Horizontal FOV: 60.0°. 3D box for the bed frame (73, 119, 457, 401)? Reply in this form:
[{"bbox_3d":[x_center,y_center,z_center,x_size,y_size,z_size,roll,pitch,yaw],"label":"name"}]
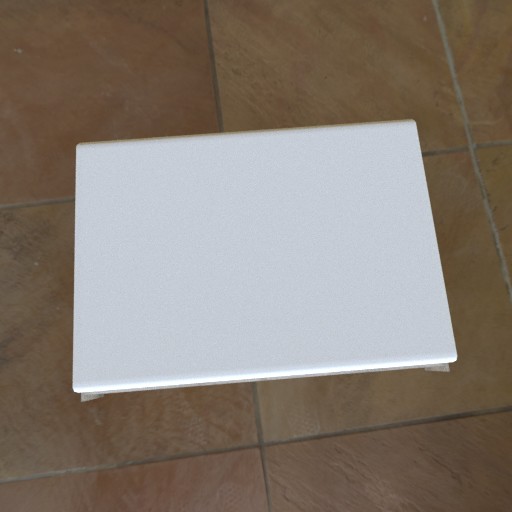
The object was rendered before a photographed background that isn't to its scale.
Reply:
[{"bbox_3d":[0.000,0.000,2.562,1.945,0.497,1.445,-4,77,-1],"label":"bed frame"}]
